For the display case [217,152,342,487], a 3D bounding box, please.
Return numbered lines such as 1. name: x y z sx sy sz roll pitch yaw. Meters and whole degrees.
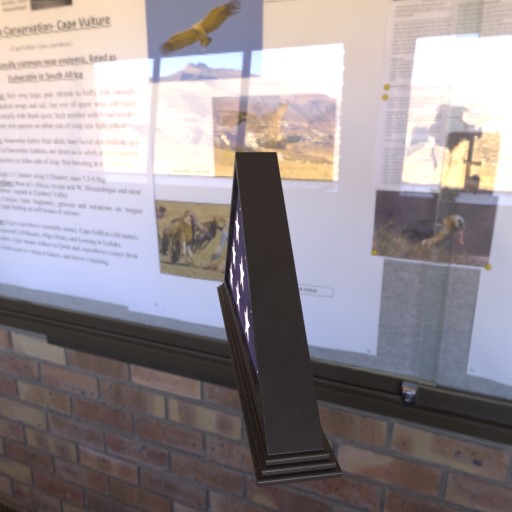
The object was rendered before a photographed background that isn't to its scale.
1. display case: 0.000 0.000 0.745 0.095 0.340 0.640 -2 16 -8
